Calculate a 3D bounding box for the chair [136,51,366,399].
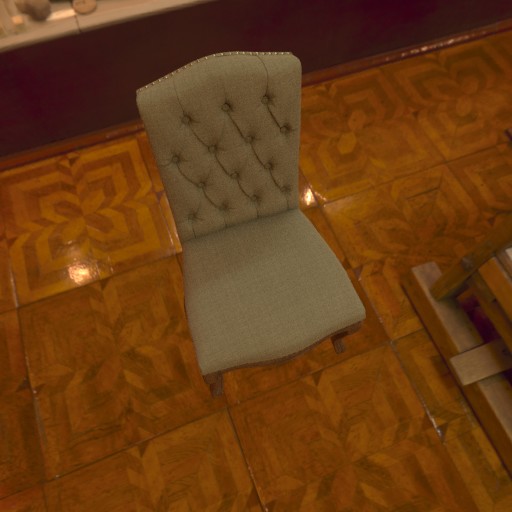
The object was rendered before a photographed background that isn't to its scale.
[{"bbox_3d":[0.000,0.000,1.613,0.637,1.191,0.731,-17,66,-8],"label":"chair"}]
